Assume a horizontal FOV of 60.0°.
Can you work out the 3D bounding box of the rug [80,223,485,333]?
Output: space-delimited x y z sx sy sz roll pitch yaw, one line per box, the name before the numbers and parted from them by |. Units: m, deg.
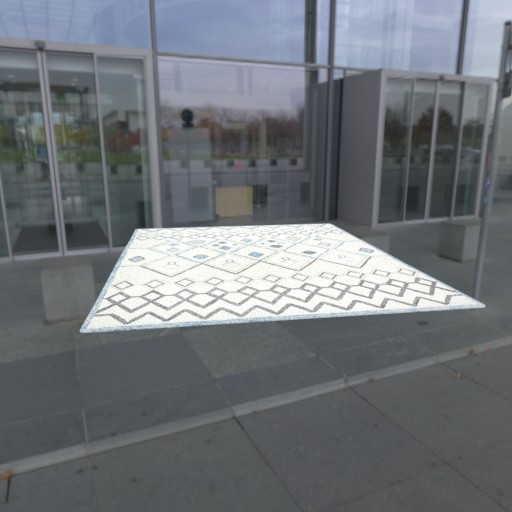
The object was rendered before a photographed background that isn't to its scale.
rug | 0.000 0.000 4.054 2.441 0.013 3.056 -2 14 -9
